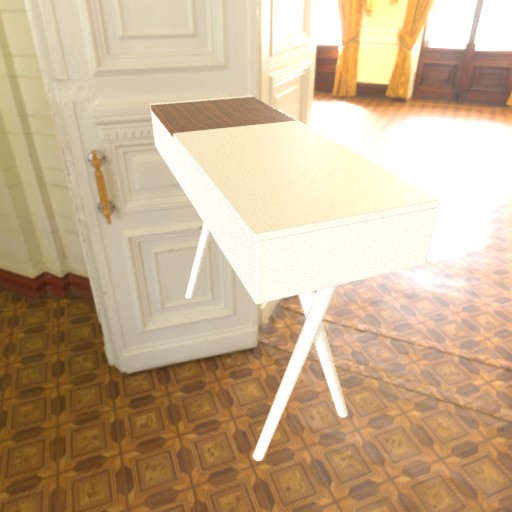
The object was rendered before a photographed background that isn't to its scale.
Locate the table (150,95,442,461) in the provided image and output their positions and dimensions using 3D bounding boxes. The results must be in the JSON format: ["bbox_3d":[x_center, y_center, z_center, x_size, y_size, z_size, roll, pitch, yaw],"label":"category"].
[{"bbox_3d":[0.000,0.000,1.455,0.418,0.785,1.066,-11,33,-18],"label":"table"}]
